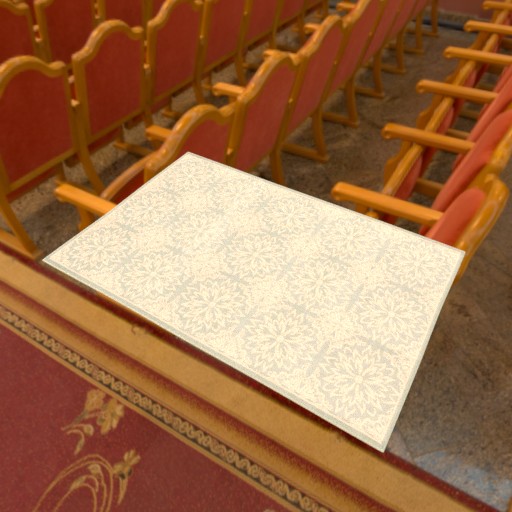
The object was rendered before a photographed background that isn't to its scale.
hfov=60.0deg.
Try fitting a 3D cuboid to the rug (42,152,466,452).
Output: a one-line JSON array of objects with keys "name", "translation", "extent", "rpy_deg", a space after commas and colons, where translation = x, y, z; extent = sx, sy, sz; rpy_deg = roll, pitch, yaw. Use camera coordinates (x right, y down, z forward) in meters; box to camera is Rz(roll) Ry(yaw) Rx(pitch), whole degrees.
[{"name": "rug", "translation": [0.000, 0.000, 2.307], "extent": [1.840, 0.012, 1.219], "rpy_deg": [24, 50, 22]}]
